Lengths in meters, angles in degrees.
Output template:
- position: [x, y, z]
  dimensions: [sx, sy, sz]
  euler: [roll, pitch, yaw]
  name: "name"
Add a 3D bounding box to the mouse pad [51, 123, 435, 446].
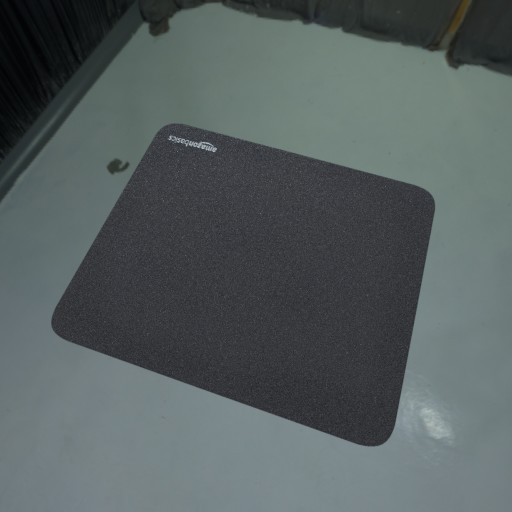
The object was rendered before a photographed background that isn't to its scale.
- position: [0.000, 0.000, 0.433]
  dimensions: [0.315, 0.002, 0.269]
  euler: [17, 64, 8]
  name: "mouse pad"
